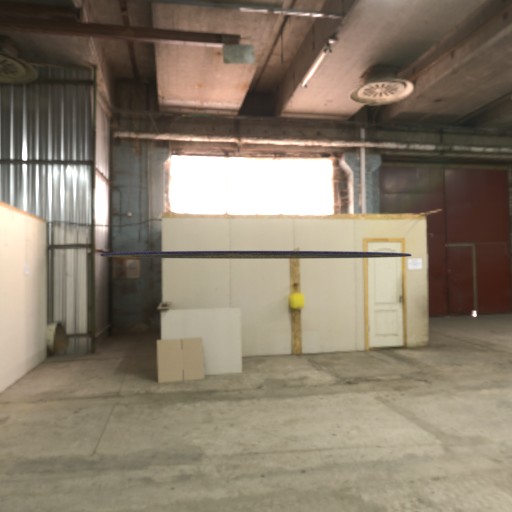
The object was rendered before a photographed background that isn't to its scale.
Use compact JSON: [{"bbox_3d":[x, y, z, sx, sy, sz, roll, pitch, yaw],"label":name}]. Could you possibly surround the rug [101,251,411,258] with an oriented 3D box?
[{"bbox_3d":[0.000,0.000,3.602,2.386,0.014,2.386,0,-1,0],"label":"rug"}]
